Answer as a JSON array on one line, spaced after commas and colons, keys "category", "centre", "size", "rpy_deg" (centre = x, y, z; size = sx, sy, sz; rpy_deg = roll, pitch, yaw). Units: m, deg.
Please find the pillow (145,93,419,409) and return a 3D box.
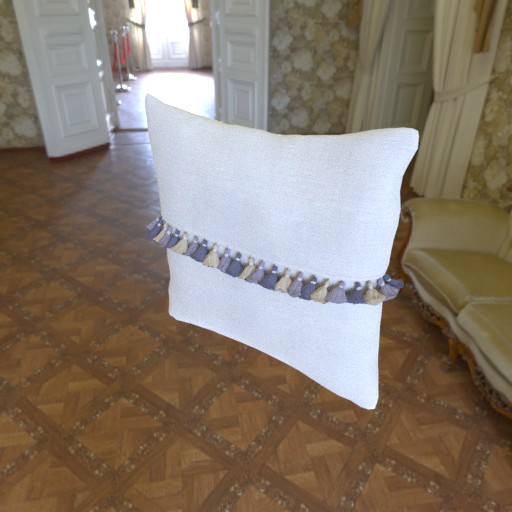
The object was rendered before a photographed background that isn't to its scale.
[{"category": "pillow", "centre": [0.000, 0.000, 0.754], "size": [0.489, 0.481, 0.165], "rpy_deg": [18, 34, 29]}]
